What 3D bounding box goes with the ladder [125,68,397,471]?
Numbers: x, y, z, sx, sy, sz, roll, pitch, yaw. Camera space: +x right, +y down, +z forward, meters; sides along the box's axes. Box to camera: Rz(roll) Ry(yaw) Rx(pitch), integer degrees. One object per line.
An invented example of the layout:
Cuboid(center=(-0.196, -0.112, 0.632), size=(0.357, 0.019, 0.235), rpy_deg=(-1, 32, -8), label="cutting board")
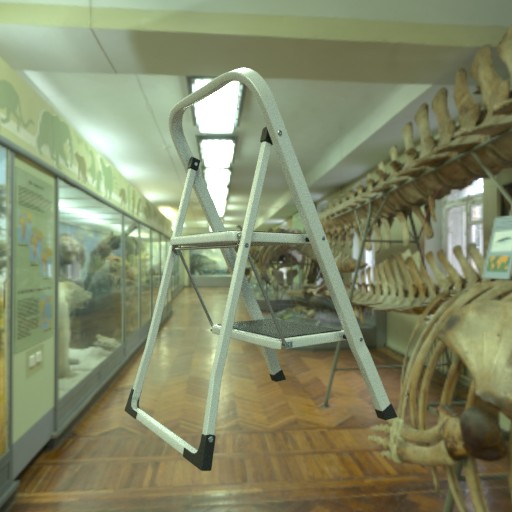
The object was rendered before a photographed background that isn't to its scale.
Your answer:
Cuboid(center=(0.000, 0.000, 1.143), size=(0.544, 0.810, 0.460), rpy_deg=(1, -1, -36), label="ladder")
